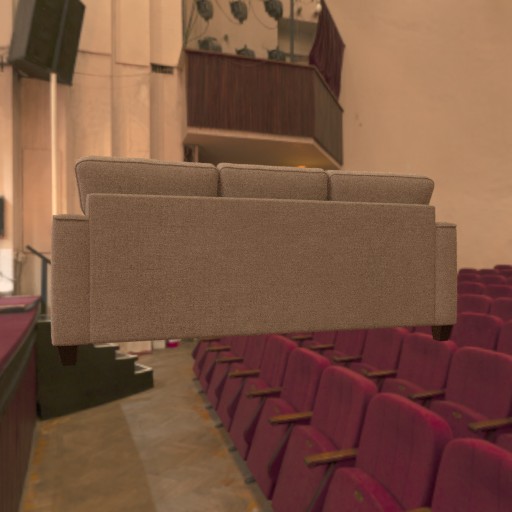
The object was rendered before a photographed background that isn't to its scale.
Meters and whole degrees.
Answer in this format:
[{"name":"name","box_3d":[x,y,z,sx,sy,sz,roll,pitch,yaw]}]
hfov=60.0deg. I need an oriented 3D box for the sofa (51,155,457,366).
[{"name":"sofa","box_3d":[0.000,0.000,2.644,2.133,0.965,0.939,0,1,-16]}]
